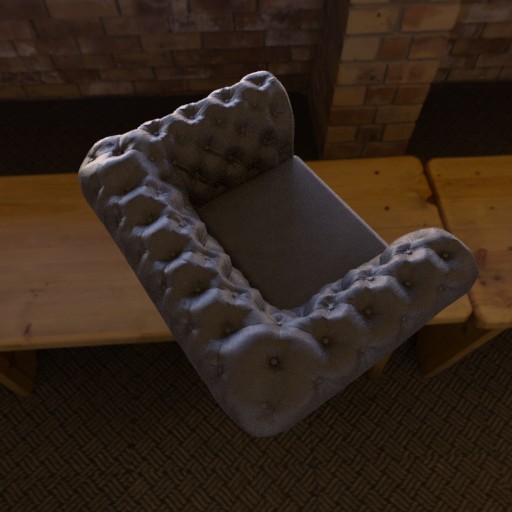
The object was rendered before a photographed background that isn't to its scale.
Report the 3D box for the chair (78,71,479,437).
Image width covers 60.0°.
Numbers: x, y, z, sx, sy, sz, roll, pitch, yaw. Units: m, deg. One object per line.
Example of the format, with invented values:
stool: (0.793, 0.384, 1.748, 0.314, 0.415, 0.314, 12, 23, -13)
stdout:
chair: (0.000, 0.000, 1.842, 0.943, 0.780, 1.298, -31, 63, -18)
